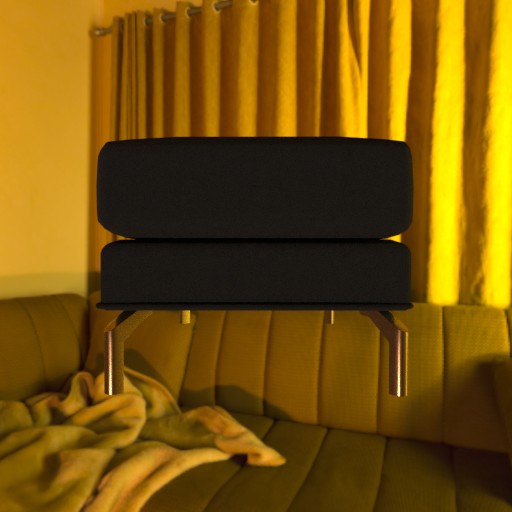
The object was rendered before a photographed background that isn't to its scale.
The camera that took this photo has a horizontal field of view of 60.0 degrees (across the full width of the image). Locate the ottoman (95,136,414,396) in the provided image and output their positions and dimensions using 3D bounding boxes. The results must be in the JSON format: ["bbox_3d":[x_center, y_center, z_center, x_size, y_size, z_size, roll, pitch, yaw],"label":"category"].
[{"bbox_3d":[0.000,0.000,1.207,0.587,0.498,0.835,0,1,0],"label":"ottoman"}]
